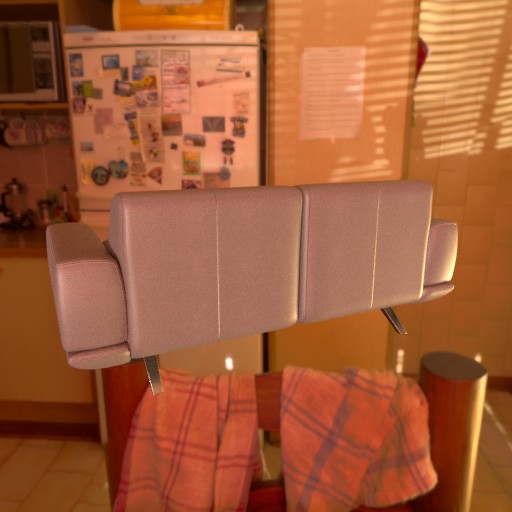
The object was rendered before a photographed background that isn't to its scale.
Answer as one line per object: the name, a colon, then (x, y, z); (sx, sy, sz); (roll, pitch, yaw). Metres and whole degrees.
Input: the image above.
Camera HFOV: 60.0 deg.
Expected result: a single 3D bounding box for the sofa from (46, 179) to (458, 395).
sofa: (0.000, 0.000, 2.254); (1.901, 0.772, 0.900); (-7, 15, -26)
